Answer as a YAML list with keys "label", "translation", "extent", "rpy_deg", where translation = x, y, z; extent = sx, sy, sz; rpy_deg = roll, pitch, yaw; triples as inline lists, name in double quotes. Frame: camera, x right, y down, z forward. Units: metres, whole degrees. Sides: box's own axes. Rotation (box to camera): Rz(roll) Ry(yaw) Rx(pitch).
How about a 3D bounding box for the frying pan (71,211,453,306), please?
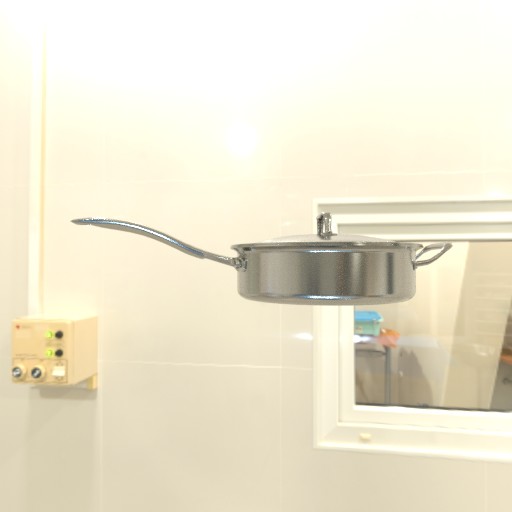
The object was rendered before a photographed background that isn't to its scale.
- label: "frying pan"
  translation: [0.000, 0.000, 0.585]
  extent: [0.492, 0.111, 0.245]
  rpy_deg: [0, -1, 2]
